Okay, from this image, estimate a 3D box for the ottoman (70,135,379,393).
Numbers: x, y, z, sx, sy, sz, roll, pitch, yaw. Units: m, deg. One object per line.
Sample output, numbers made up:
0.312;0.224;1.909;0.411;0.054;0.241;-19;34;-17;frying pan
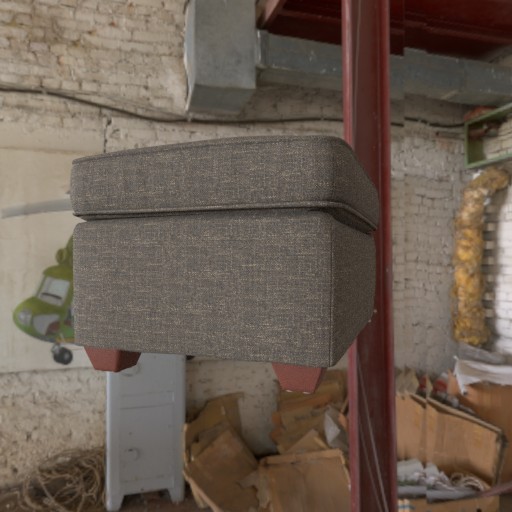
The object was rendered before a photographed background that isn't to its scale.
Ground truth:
0.000;0.000;1.099;0.549;0.450;0.749;0;0;20;ottoman
